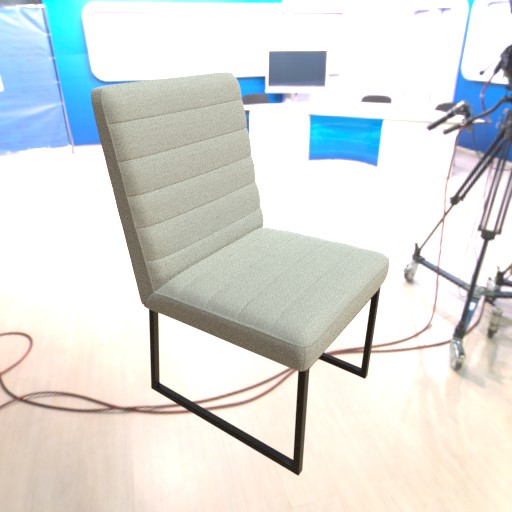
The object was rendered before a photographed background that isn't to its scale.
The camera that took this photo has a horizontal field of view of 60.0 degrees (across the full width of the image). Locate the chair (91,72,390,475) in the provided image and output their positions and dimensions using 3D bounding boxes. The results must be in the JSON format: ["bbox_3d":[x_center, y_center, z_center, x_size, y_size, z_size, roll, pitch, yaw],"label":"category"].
[{"bbox_3d":[0.000,0.000,1.273,0.634,0.930,0.520,18,32,31],"label":"chair"}]
